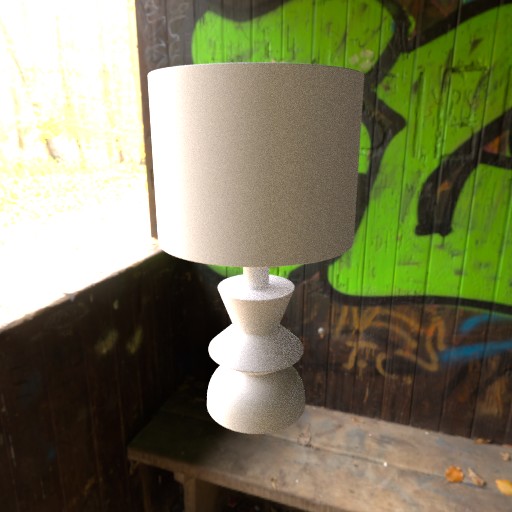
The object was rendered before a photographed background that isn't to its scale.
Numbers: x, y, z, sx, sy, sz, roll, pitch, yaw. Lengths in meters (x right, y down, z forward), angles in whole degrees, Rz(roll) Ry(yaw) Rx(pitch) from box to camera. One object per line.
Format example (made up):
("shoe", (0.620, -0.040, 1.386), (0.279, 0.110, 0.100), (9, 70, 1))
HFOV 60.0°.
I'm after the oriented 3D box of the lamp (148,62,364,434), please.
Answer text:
("lamp", (0.000, 0.000, 0.707), (0.301, 0.533, 0.301), (-3, 17, -8))
